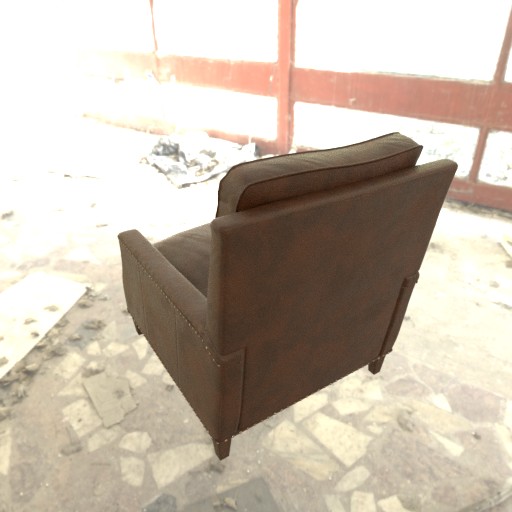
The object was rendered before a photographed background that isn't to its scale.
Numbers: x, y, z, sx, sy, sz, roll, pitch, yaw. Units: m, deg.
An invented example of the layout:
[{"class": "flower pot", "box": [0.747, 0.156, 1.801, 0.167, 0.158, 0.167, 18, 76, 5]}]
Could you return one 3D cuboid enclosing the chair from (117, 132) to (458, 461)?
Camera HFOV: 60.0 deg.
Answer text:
[{"class": "chair", "box": [0.000, 0.000, 1.771, 0.854, 1.054, 1.035, -18, 34, -28]}]
